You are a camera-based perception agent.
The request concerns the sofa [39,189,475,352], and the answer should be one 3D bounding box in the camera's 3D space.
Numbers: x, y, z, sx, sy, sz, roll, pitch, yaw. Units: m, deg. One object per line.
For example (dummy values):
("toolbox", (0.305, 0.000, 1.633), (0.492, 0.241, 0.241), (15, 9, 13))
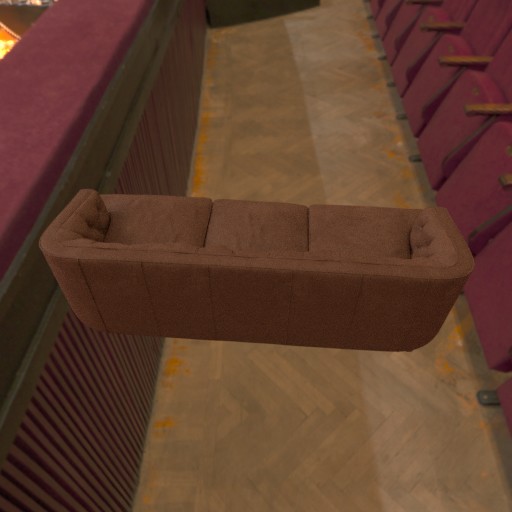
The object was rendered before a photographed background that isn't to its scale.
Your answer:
("sofa", (0.000, 0.000, 2.675), (2.227, 0.787, 0.927), (3, 46, 3))
